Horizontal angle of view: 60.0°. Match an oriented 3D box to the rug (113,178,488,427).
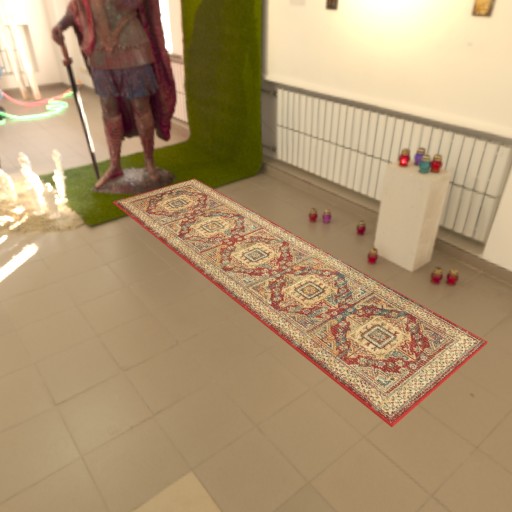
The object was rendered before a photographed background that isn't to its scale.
[{"bbox_3d":[0.000,0.000,2.444,0.659,0.015,2.292,-23,39,-32],"label":"rug"}]
